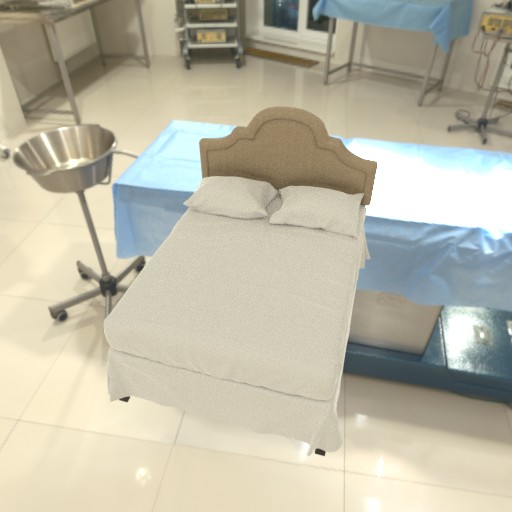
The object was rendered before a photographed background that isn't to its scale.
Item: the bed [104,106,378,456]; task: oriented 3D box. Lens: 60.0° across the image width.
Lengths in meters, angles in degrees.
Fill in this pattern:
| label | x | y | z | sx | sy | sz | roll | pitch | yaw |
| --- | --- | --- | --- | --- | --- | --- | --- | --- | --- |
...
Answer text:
| label | x | y | z | sx | sy | sz | roll | pitch | yaw |
| --- | --- | --- | --- | --- | --- | --- | --- | --- | --- |
| bed | 0.000 | 0.000 | 3.422 | 1.780 | 1.634 | 2.222 | 10 | 41 | 12 |
